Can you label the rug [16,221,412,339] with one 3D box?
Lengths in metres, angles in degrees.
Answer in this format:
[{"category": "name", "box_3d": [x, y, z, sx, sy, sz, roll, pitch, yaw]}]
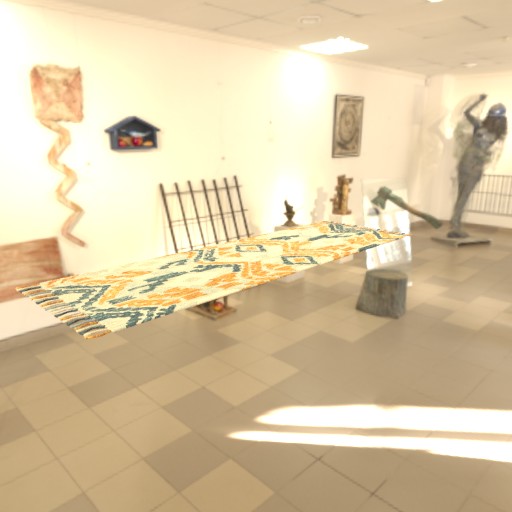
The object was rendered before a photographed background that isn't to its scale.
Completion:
[{"category": "rug", "box_3d": [0.000, 0.000, 2.649, 0.783, 0.010, 2.437, 15, 21, 43]}]
